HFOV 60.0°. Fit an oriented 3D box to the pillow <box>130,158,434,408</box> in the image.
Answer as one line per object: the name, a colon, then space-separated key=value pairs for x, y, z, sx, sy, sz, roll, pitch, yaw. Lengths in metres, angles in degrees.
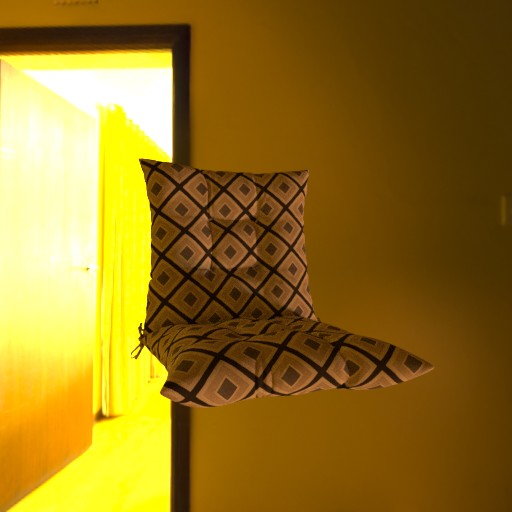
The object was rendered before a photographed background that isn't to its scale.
pillow: x=0.000 y=0.000 z=1.023 sx=0.541 sy=0.536 sz=0.585 roll=0 pitch=-2 yaw=-19
